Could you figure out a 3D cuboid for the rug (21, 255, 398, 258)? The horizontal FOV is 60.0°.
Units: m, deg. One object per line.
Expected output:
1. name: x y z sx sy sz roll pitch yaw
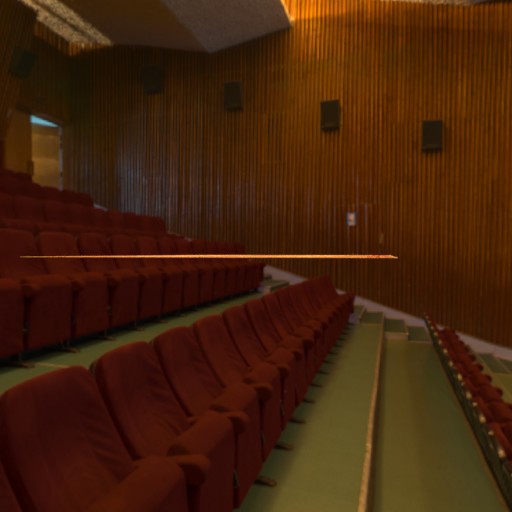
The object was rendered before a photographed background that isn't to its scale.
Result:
1. rug: 0.000 0.000 4.148 2.460 0.005 3.067 0 0 16
